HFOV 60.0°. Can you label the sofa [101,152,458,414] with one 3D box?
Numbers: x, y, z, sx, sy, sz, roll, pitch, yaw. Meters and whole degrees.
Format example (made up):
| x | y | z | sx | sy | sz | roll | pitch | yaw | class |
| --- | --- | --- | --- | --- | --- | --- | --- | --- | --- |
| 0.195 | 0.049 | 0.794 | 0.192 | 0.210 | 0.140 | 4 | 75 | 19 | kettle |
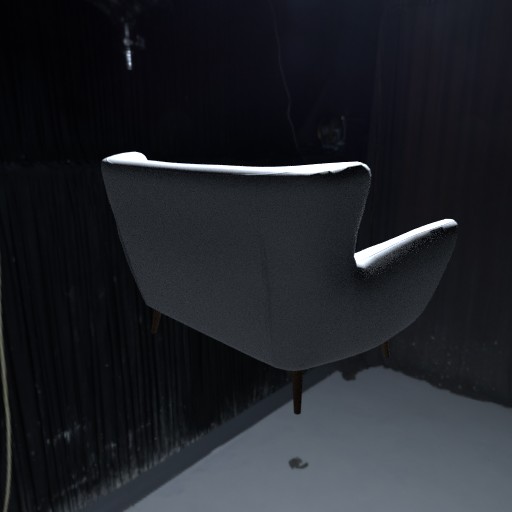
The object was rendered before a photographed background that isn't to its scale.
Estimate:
| x | y | z | sx | sy | sz | roll | pitch | yaw | class |
| --- | --- | --- | --- | --- | --- | --- | --- | --- | --- |
| 0.000 | 0.000 | 1.966 | 0.921 | 0.878 | 1.424 | -14 | 21 | -43 | sofa |
